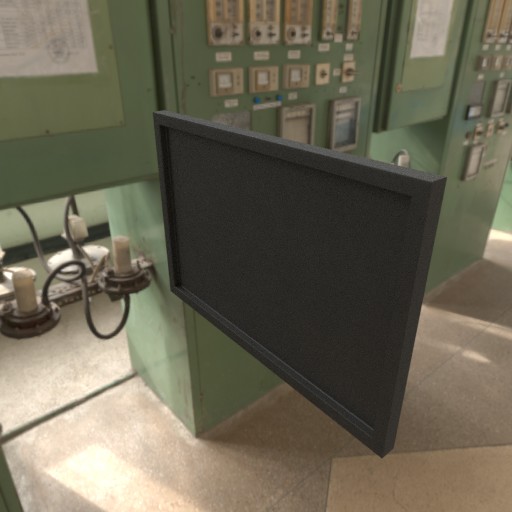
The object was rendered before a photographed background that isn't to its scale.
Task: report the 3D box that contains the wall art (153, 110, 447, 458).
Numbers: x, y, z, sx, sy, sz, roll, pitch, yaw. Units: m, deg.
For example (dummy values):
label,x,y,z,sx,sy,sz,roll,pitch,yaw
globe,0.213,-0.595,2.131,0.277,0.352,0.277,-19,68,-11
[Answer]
label,x,y,z,sx,sy,sz,roll,pitch,yaw
wall art,0.000,0.000,0.559,0.021,0.301,0.443,-20,33,-35
